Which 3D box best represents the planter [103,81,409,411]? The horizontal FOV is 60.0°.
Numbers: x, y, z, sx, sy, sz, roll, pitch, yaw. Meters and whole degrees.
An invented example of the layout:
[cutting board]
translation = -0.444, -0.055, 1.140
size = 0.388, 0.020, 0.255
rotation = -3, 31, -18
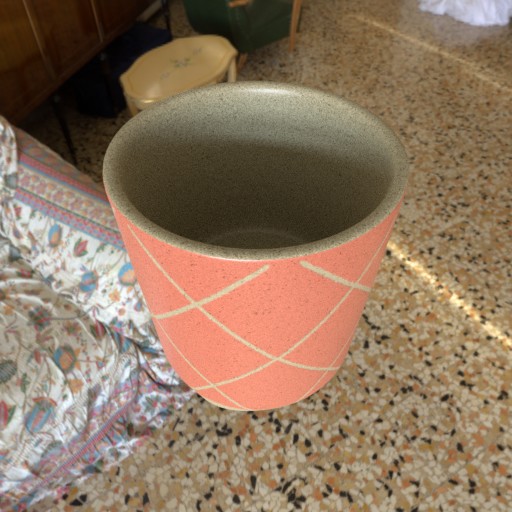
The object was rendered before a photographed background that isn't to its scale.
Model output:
[planter]
translation = 0.000, 0.000, 0.354
size = 0.191, 0.200, 0.191
rotation = 0, 47, 0
